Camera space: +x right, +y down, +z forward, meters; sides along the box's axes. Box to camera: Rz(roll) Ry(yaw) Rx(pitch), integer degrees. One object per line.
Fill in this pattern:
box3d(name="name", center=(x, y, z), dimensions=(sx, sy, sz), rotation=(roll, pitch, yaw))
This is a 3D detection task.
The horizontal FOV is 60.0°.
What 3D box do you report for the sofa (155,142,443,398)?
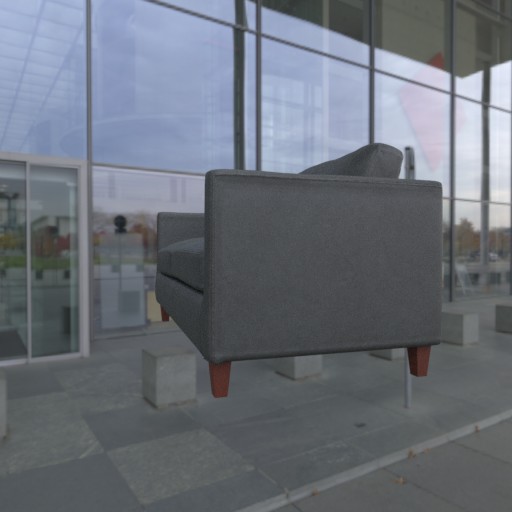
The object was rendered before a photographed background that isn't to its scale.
box3d(name="sofa", center=(0.000, 0.000, 2.444), dimensions=(0.951, 0.933, 1.883), rotation=(0, 1, -18))
